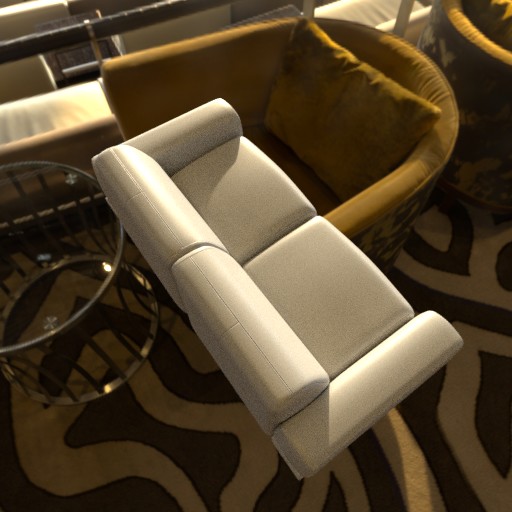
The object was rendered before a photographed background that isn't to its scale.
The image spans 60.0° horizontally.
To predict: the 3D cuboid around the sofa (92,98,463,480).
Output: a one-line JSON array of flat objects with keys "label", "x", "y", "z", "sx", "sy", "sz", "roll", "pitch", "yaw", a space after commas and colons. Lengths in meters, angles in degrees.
[{"label": "sofa", "x": 0.000, "y": 0.000, "z": 2.267, "sx": 0.900, "sy": 0.772, "sz": 1.901, "roll": -32, "pitch": 64, "yaw": -17}]
